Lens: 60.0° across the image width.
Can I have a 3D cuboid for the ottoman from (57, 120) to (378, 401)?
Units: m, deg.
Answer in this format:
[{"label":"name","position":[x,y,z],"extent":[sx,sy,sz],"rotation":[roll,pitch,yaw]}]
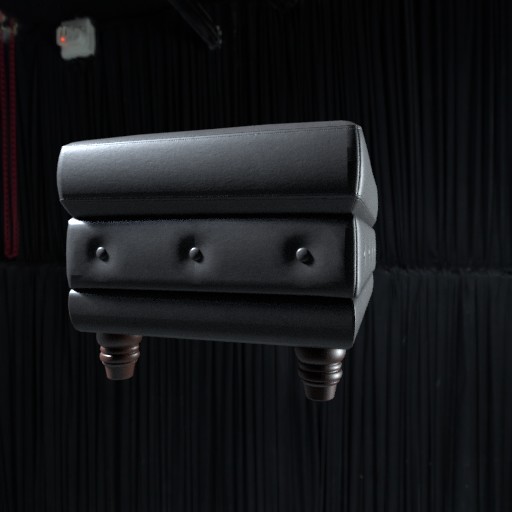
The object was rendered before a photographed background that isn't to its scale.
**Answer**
[{"label":"ottoman","position":[0.000,0.000,1.154],"extent":[0.590,0.498,0.795],"rotation":[1,2,17]}]
